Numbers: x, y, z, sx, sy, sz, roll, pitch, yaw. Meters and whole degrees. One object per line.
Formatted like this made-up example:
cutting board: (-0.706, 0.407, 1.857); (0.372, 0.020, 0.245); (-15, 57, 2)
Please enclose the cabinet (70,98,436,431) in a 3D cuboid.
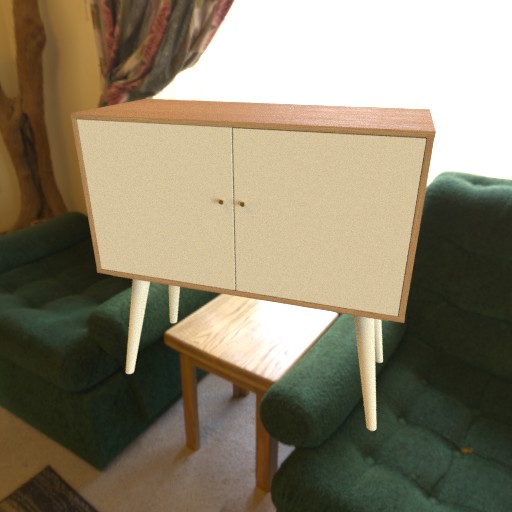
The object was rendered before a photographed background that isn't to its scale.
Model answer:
cabinet: (0.000, 0.000, 1.624); (1.057, 1.016, 0.470); (8, 26, 16)
